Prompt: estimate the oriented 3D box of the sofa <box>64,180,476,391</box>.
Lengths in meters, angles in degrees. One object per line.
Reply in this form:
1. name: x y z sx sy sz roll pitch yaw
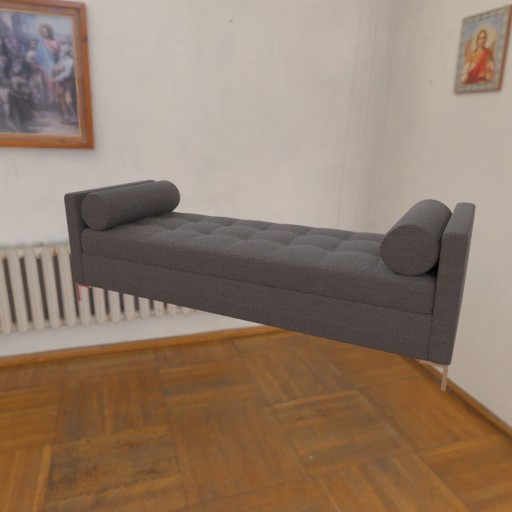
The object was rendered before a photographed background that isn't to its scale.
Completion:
1. sofa: 0.000 0.000 2.314 1.981 0.635 0.686 8 19 26
